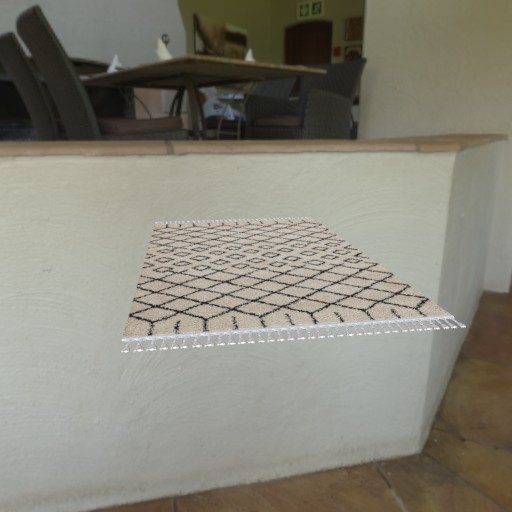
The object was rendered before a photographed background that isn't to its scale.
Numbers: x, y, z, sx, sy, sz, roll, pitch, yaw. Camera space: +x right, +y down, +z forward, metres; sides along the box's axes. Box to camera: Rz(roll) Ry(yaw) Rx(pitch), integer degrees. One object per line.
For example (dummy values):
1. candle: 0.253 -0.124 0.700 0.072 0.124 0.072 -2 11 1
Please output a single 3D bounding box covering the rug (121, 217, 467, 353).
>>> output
1. rug: 0.000 0.000 2.427 1.196 0.008 2.006 -3 16 -9
